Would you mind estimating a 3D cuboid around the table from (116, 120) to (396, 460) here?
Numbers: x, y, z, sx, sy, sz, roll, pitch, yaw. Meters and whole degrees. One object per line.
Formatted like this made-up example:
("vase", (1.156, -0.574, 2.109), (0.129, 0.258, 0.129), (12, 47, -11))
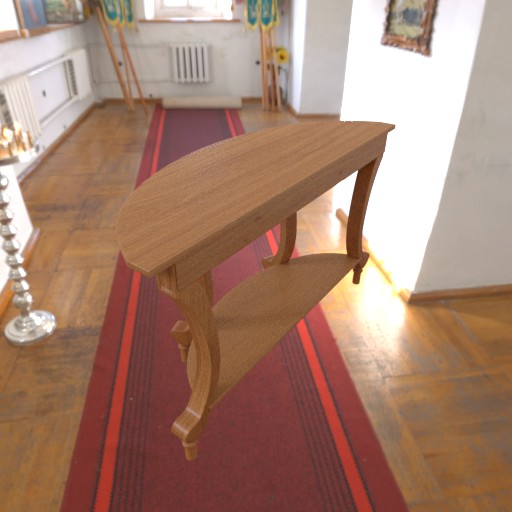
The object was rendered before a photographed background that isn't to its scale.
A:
("table", (0.000, 0.000, 1.516), (0.394, 0.692, 1.198), (22, 39, 30))
